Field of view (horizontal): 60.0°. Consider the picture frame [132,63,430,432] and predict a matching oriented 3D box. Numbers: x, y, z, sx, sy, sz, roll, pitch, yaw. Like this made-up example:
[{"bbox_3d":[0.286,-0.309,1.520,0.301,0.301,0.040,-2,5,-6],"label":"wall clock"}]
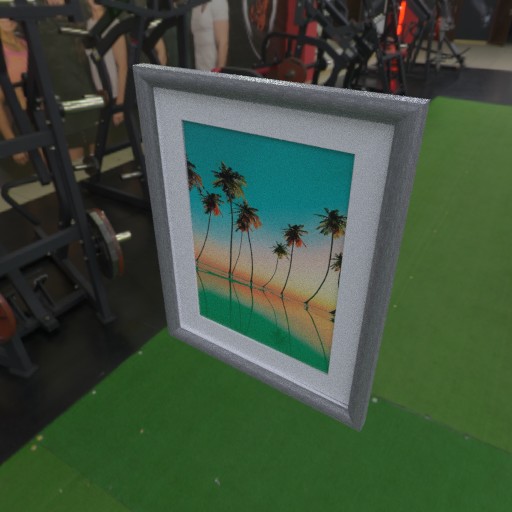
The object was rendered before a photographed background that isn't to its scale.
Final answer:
[{"bbox_3d":[0.000,0.000,0.745,0.454,0.559,0.029,20,37,28],"label":"picture frame"}]
